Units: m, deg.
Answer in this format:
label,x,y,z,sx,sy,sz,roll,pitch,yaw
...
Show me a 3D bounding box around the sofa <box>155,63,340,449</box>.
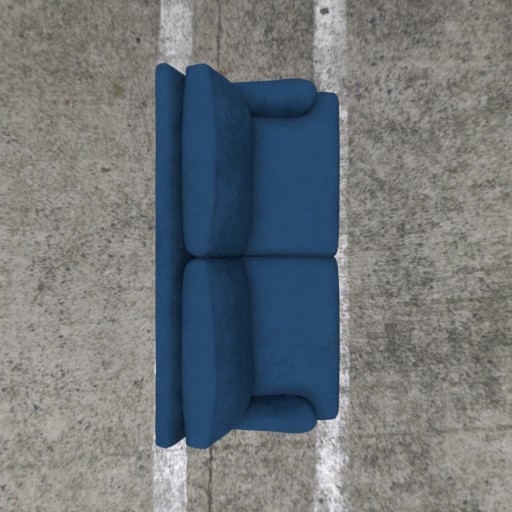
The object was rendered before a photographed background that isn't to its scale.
label,x,y,z,sx,sy,sz,roll,pitch,yaw
sofa,0.000,0.000,2.812,1.084,1.101,2.141,0,90,0
